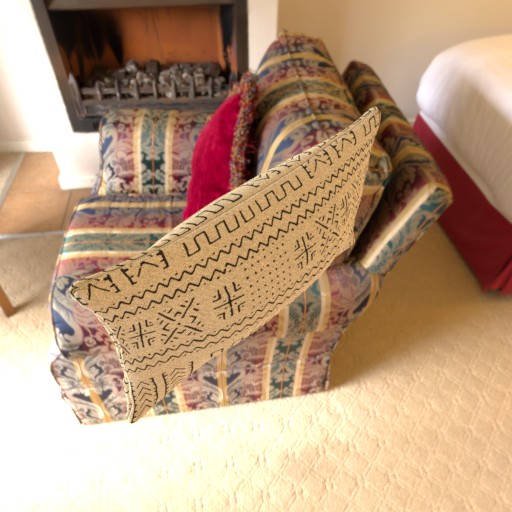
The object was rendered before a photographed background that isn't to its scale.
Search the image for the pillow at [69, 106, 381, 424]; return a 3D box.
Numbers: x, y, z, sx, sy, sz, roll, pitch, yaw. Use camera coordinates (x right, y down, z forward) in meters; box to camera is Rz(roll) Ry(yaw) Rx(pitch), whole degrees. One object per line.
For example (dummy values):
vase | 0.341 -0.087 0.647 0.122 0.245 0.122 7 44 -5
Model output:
pillow | 0.000 0.000 0.796 0.637 0.352 0.188 -36 56 -29
